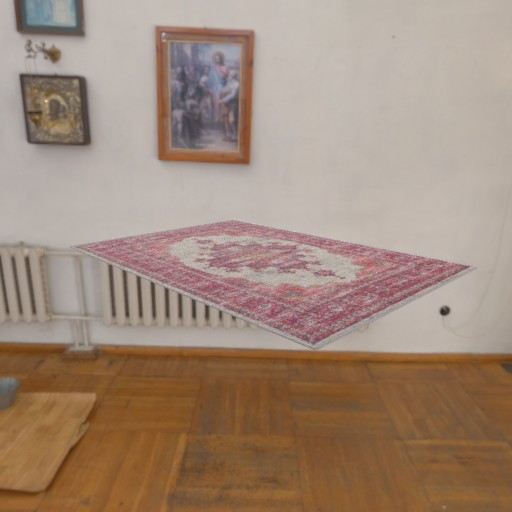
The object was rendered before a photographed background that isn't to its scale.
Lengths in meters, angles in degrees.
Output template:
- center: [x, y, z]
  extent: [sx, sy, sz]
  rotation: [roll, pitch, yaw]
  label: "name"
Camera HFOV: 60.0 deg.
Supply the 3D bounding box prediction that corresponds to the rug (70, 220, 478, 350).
- center: [0.000, 0.000, 2.910]
  extent: [1.555, 0.011, 2.232]
  rotation: [-14, 20, -42]
  label: "rug"
